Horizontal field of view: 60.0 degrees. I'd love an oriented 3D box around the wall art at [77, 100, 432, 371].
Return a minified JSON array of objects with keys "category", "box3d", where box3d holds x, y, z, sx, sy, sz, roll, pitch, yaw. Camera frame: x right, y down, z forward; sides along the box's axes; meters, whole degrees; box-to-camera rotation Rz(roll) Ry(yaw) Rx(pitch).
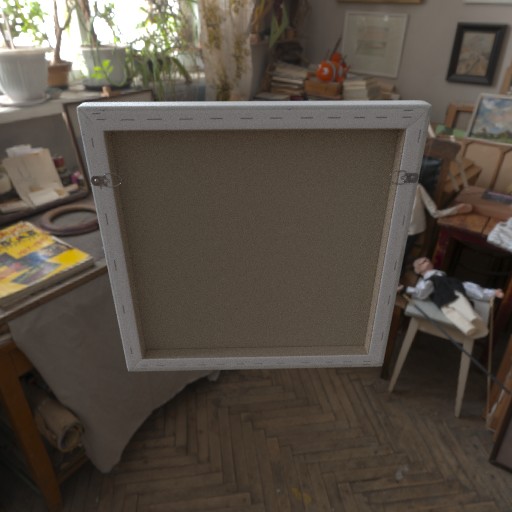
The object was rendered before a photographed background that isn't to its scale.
[{"category":"wall art","box3d":[0.000,0.000,0.921,0.610,0.611,0.040,-1,30,-1]}]
